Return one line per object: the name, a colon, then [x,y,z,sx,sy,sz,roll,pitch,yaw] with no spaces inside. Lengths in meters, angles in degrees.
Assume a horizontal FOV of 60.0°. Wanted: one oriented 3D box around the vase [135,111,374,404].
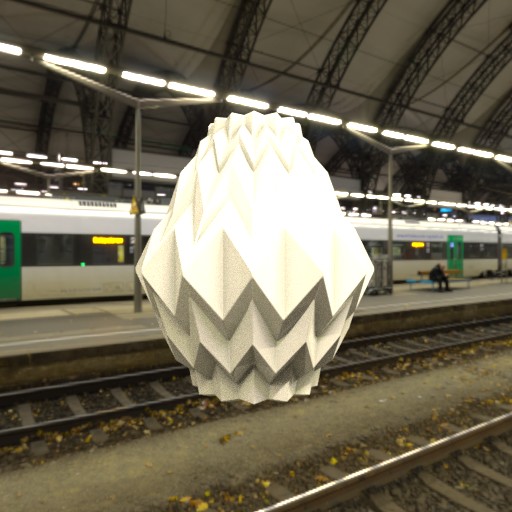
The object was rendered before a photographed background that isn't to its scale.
vase: [0.000,0.000,0.313,0.164,0.185,0.164,0,0,0]
